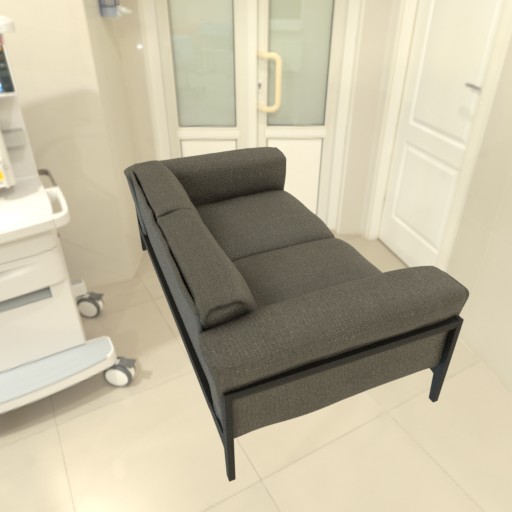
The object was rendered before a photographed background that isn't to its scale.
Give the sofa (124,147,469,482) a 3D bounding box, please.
[{"bbox_3d":[0.000,0.000,2.143,0.960,0.656,1.690,-12,34,-19],"label":"sofa"}]
